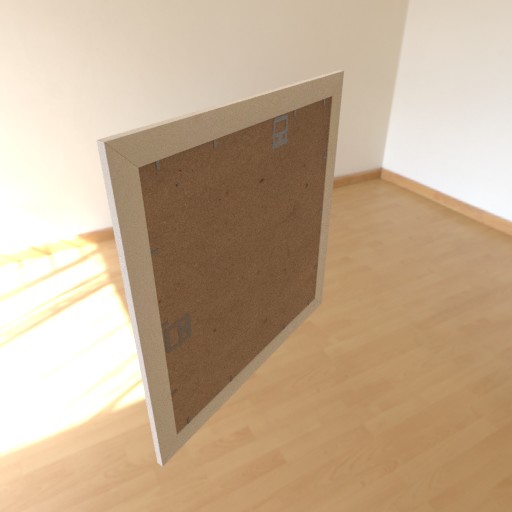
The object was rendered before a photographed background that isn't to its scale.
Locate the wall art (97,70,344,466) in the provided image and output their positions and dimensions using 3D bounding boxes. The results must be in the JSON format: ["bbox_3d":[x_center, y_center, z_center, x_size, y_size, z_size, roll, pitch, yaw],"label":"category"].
[{"bbox_3d":[0.000,0.000,0.843,0.013,0.584,0.584,21,37,30],"label":"wall art"}]
